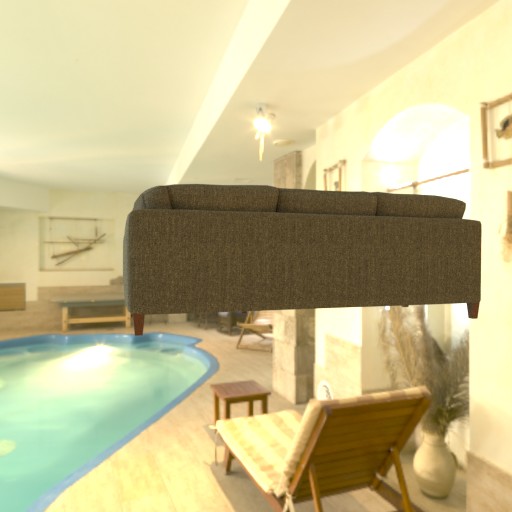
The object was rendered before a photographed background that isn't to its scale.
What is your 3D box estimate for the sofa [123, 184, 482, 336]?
[{"bbox_3d":[0.000,0.000,4.490,2.593,0.947,3.302,0,0,-17],"label":"sofa"}]
